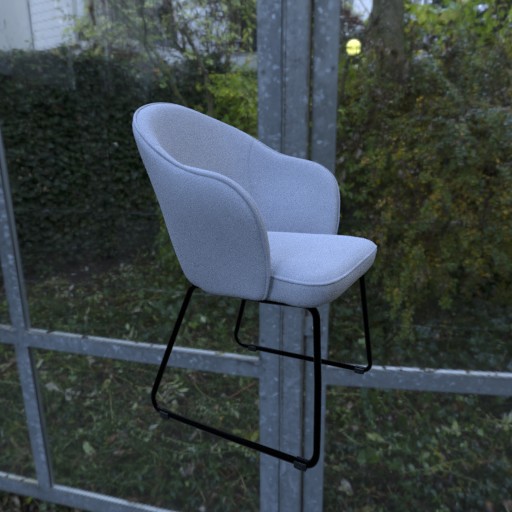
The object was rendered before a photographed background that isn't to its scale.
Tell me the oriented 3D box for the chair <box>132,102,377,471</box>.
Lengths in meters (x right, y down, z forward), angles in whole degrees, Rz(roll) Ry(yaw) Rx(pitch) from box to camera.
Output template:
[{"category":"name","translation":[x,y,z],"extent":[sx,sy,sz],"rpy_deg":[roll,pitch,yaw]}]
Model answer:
[{"category":"chair","translation":[0.000,0.000,1.217],"extent":[0.592,0.817,0.570],"rpy_deg":[8,17,26]}]
